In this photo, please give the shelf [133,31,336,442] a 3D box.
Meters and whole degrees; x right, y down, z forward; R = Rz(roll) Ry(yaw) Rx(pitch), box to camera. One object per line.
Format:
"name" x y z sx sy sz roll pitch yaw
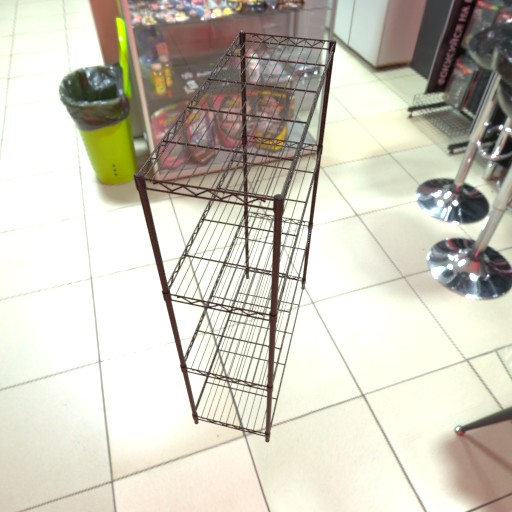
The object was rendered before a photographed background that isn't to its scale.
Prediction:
"shelf" 0.000 0.000 1.768 0.352 1.361 0.907 10 48 10
